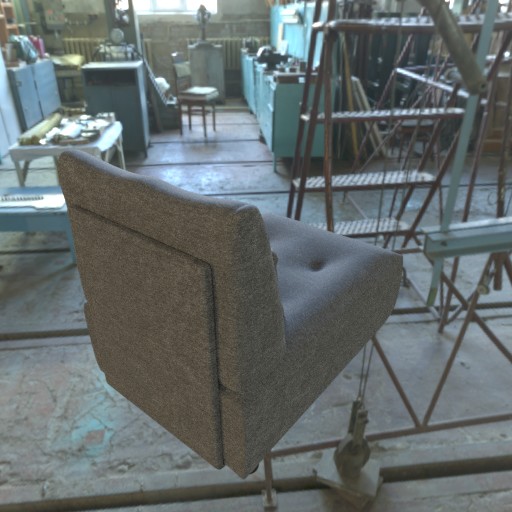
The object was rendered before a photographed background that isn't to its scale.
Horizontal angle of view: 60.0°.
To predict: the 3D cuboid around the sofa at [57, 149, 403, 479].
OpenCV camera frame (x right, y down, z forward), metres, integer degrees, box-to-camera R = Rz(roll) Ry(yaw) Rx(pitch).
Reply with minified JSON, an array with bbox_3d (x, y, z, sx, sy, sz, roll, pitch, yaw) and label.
[{"bbox_3d":[0.000,0.000,1.538,0.700,0.820,1.000,22,36,33],"label":"sofa"}]
